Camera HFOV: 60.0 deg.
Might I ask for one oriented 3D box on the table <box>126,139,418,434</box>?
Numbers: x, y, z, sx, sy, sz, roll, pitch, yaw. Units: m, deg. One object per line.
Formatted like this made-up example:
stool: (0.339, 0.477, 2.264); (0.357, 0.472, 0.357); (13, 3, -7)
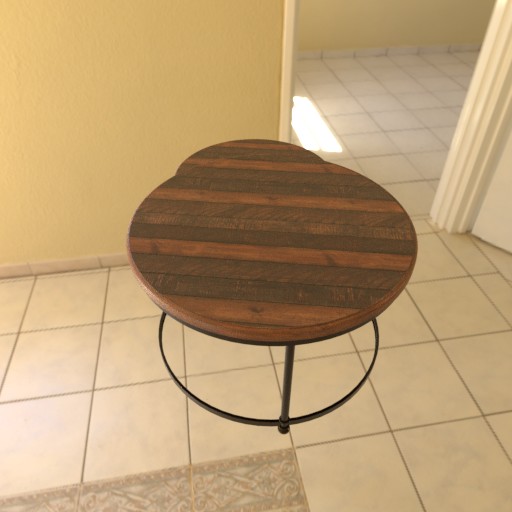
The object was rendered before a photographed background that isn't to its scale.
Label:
table: (0.000, 0.000, 1.625); (0.870, 0.516, 1.152); (-13, 42, -14)
